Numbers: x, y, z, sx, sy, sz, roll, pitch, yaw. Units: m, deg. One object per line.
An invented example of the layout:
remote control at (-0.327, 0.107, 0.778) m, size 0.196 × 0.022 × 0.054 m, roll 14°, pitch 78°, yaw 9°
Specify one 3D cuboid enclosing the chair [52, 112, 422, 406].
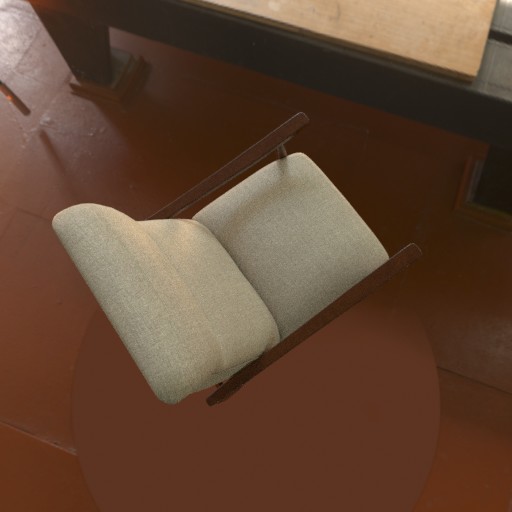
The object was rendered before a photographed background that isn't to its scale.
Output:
chair at (0.000, 0.000, 1.755) m, size 1.014 × 1.082 × 0.762 m, roll -34°, pitch 77°, yaw -9°
